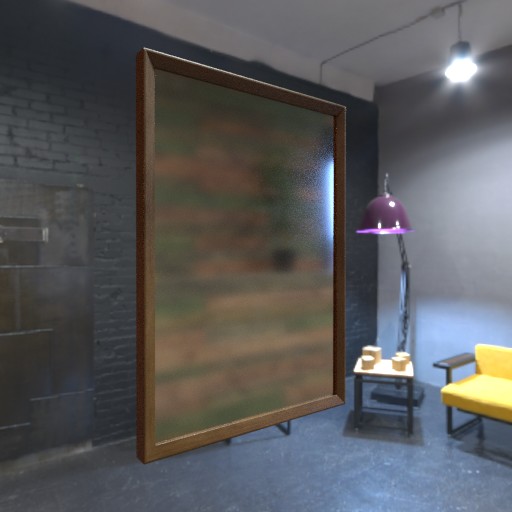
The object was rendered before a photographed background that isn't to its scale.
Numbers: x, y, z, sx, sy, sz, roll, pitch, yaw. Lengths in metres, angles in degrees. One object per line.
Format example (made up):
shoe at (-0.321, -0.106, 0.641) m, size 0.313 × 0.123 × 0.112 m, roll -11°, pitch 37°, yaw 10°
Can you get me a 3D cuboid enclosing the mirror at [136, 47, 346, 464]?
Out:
mirror at (0.000, 0.000, 0.922) m, size 0.508 × 0.711 × 0.039 m, roll 0°, pitch 0°, yaw -37°
